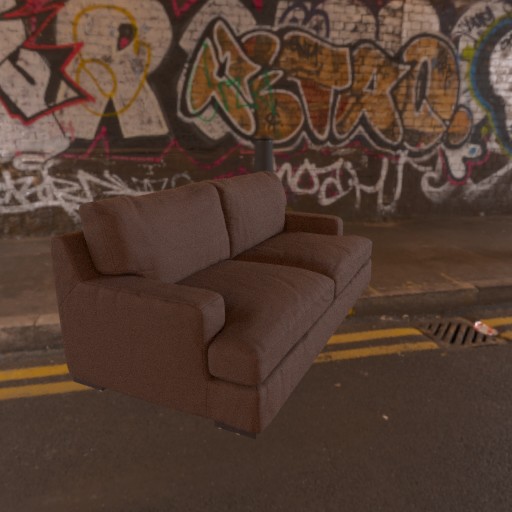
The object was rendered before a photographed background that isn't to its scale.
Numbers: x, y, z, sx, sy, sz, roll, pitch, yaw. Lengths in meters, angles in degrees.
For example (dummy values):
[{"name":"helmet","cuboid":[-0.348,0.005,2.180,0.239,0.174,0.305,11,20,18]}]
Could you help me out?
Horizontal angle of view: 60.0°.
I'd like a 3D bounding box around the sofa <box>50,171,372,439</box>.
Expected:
[{"name":"sofa","cuboid":[0.000,0.000,2.923,1.140,0.950,2.274,7,17,25]}]
